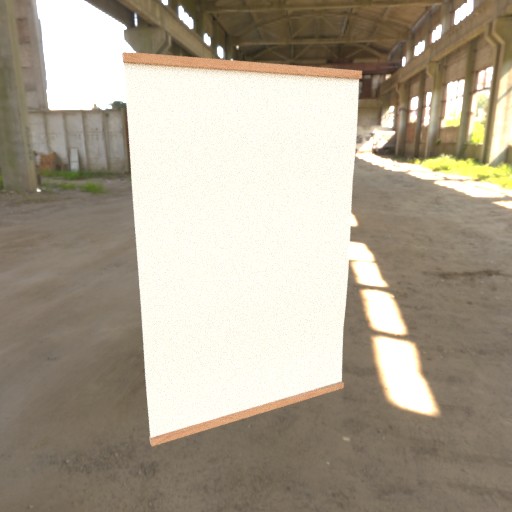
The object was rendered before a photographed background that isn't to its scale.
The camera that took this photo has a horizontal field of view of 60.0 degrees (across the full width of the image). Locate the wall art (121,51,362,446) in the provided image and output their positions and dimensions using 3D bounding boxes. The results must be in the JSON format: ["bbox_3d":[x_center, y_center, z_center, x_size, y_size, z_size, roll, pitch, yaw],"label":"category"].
[{"bbox_3d":[0.000,0.000,0.631,0.332,0.508,0.012,-7,17,-26],"label":"wall art"}]
